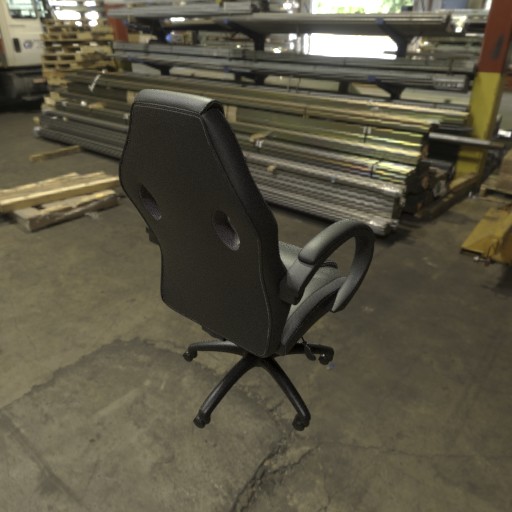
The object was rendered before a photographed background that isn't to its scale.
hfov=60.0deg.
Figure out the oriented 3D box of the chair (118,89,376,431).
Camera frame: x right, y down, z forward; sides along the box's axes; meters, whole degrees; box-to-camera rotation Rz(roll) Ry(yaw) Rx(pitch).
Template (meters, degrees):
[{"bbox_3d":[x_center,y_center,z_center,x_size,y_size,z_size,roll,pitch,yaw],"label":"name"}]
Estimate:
[{"bbox_3d":[0.000,0.000,1.590,0.673,1.187,0.724,21,35,34],"label":"chair"}]
